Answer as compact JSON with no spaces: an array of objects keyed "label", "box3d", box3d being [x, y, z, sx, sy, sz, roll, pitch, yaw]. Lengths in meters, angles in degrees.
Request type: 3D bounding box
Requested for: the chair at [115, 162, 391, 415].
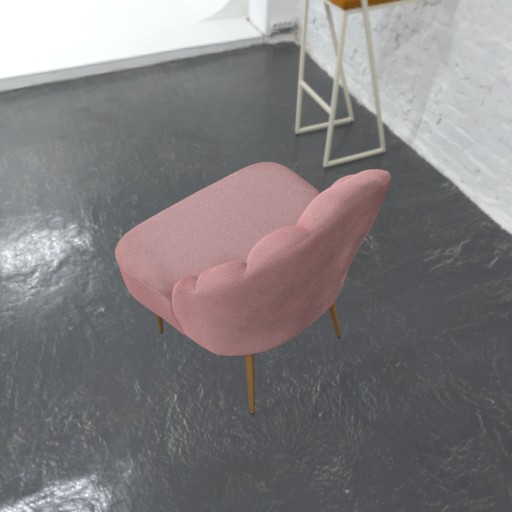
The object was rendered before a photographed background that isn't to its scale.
[{"label":"chair","box3d":[0.000,0.000,1.310,0.657,0.819,0.599,-34,55,-28]}]
